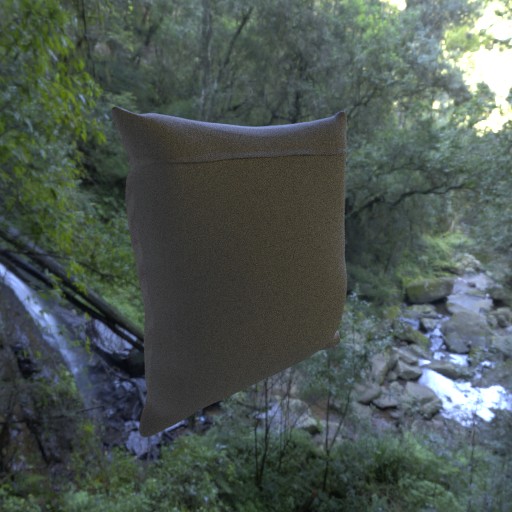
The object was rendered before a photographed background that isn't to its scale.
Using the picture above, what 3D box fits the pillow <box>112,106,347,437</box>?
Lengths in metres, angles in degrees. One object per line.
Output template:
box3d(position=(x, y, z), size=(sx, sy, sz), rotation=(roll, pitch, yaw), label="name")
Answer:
box3d(position=(0.000, 0.000, 0.690), size=(0.440, 0.441, 0.182), rotation=(-14, 21, -41), label="pillow")
